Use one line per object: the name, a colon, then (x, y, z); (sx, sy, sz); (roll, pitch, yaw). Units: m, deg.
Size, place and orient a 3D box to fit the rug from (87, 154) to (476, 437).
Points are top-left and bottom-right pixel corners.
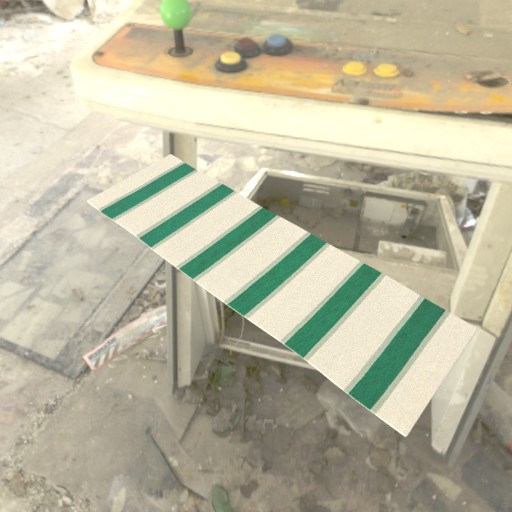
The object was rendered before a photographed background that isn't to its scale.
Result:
rug: (0.000, 0.000, 2.698); (2.438, 0.012, 0.768); (33, 55, 27)
